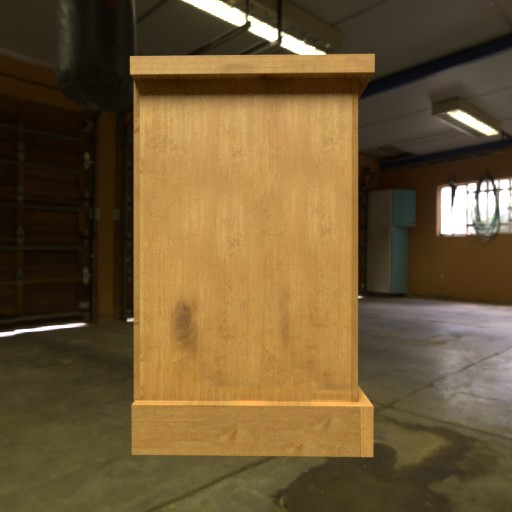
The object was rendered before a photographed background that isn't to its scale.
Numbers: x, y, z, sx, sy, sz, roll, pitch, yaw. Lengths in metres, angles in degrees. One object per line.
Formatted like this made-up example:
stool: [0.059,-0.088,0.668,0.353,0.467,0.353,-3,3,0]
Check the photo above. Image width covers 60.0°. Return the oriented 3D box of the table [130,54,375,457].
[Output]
table: [0.000,0.000,1.227,0.500,0.813,0.660,0,0,1]
